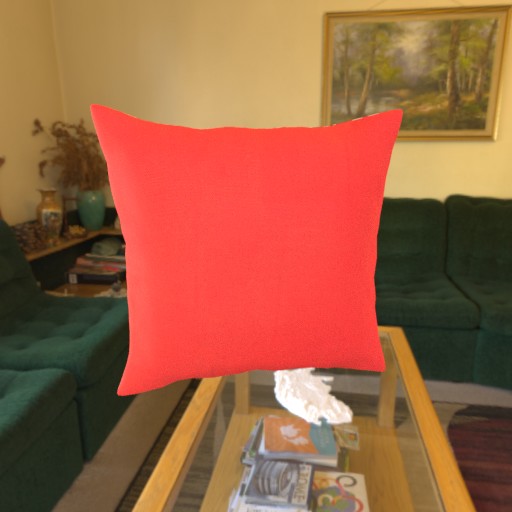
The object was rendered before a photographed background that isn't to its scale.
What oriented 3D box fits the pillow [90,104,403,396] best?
[{"bbox_3d":[0.000,0.000,0.789,0.522,0.507,0.192,-2,14,-8],"label":"pillow"}]
